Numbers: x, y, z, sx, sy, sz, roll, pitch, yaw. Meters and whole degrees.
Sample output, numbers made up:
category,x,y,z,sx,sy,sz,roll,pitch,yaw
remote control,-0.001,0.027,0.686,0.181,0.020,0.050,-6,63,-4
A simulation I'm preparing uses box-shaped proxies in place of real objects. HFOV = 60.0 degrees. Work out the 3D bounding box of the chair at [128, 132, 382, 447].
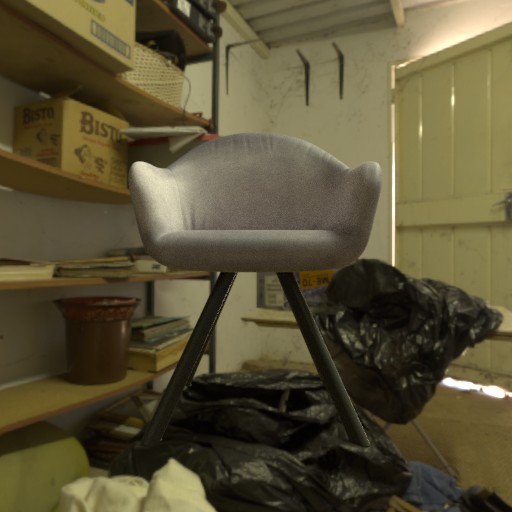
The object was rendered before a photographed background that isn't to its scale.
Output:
category,x,y,z,sx,sy,sz,roll,pitch,yaw
chair,0.000,0.000,1.176,0.570,0.780,0.540,0,0,1
